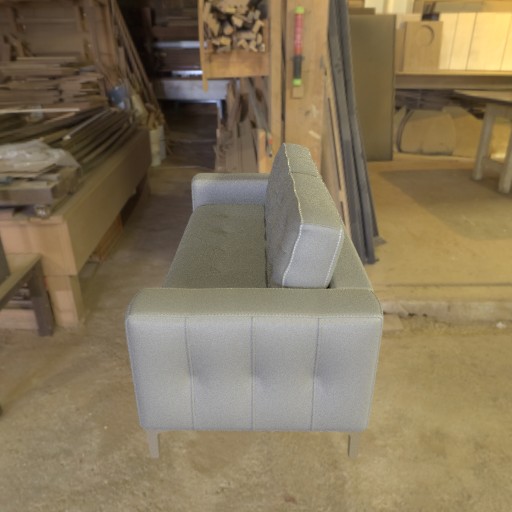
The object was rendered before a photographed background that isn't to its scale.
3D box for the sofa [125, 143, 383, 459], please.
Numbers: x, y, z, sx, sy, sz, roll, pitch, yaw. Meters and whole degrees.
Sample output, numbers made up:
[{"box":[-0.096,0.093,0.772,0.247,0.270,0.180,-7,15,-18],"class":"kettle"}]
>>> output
[{"box":[0.000,0.000,2.207,0.833,0.893,1.726,0,25,0],"class":"sofa"}]
